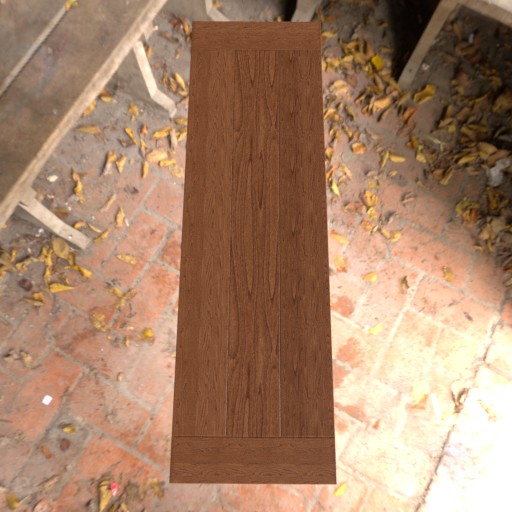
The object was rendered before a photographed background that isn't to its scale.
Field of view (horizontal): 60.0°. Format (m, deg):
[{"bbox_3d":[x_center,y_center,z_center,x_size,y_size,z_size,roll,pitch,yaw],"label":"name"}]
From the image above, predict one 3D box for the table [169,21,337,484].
[{"bbox_3d":[0.000,0.000,1.780,0.461,0.852,1.478,0,76,0],"label":"table"}]
